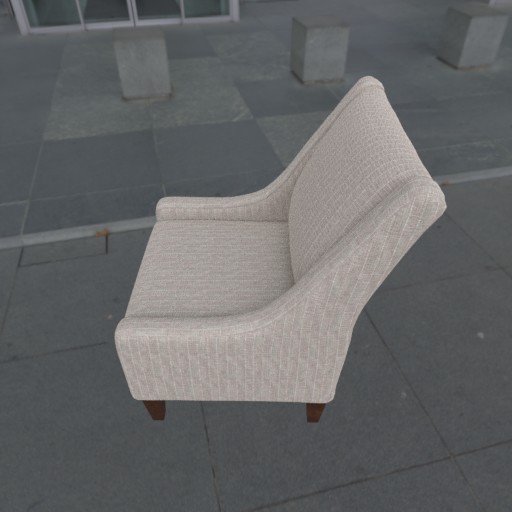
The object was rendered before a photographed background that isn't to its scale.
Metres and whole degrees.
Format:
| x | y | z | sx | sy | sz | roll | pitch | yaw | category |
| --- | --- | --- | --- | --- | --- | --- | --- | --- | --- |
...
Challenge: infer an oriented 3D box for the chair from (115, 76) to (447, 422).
| x | y | z | sx | sy | sz | roll | pitch | yaw | category |
| --- | --- | --- | --- | --- | --- | --- | --- | --- | --- |
| 0.000 | 0.000 | 1.574 | 0.870 | 1.014 | 0.774 | 1 | 41 | 1 | chair |
